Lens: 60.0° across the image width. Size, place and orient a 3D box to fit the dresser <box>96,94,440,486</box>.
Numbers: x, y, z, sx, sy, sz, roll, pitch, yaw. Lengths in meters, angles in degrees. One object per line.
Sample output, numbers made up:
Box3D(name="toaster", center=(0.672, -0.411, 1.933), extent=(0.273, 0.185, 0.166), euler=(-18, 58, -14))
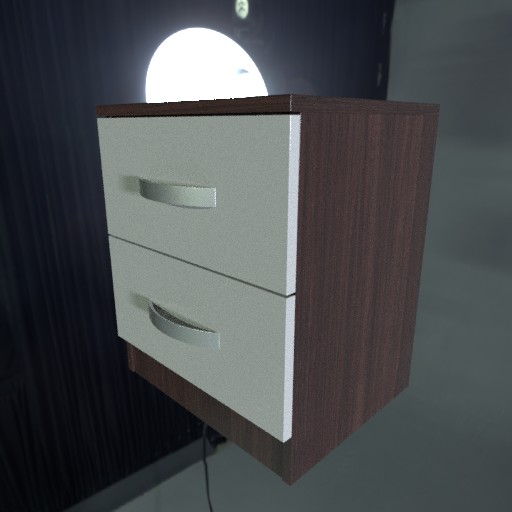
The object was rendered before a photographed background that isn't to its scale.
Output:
Box3D(name="dresser", center=(0.000, 0.000, 0.727), extent=(0.400, 0.470, 0.360), euler=(16, 23, 43))
